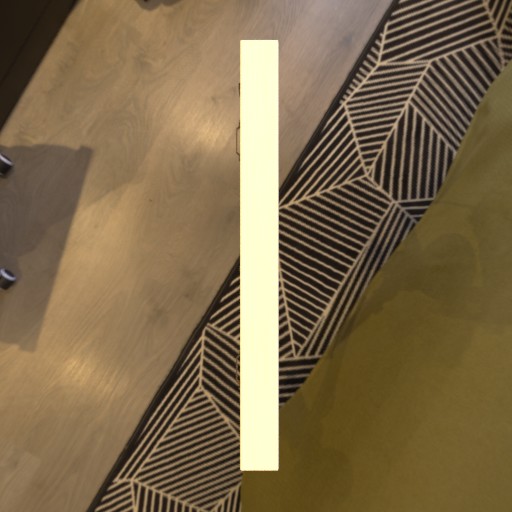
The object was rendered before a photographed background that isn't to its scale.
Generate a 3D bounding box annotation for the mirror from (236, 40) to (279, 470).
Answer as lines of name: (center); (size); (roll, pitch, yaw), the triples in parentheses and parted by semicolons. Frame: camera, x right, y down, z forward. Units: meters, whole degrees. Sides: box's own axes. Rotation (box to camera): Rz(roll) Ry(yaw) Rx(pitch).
mirror: (0.000, 0.000, 0.672); (0.041, 0.509, 0.406); (0, 90, 0)
